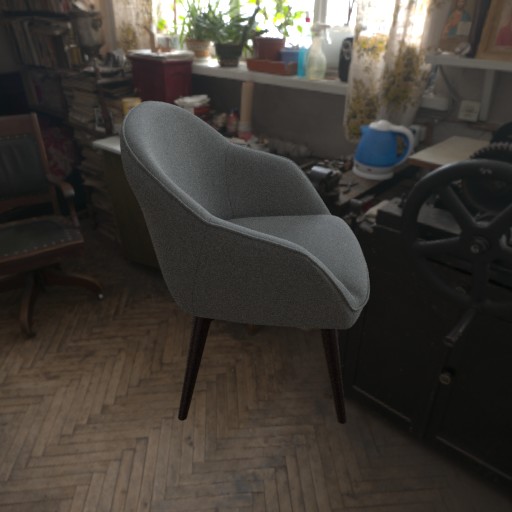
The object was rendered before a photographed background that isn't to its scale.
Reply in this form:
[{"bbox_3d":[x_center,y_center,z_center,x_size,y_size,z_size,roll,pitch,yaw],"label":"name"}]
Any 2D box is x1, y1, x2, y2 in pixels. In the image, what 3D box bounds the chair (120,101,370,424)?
[{"bbox_3d":[0.000,0.000,1.259,0.611,0.810,0.589,1,31,1],"label":"chair"}]
